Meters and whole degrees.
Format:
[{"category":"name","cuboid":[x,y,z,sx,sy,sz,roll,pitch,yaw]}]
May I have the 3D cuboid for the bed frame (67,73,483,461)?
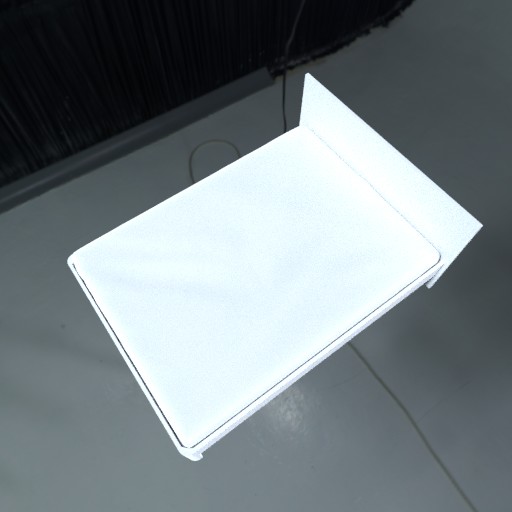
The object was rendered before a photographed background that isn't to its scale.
[{"category":"bed frame","cuboid":[0.000,0.000,2.760,1.950,0.800,1.490,-33,66,-16]}]
